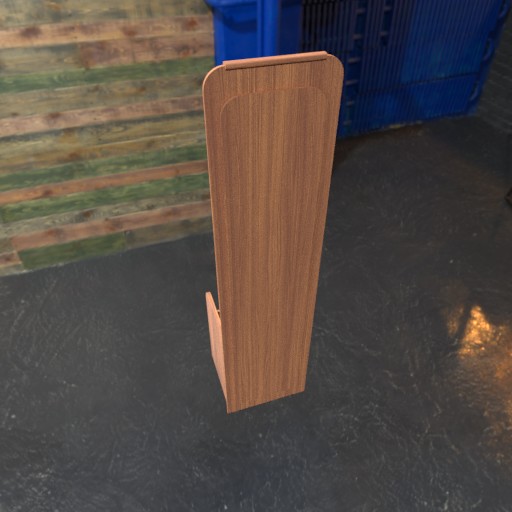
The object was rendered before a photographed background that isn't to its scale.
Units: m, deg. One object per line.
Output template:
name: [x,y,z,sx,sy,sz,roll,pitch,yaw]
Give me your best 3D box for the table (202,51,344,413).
table: [0.000,0.000,2.022,0.450,1.830,0.420,-12,42,-14]
